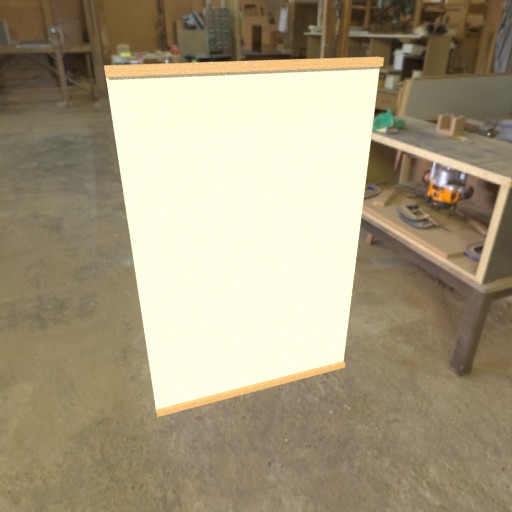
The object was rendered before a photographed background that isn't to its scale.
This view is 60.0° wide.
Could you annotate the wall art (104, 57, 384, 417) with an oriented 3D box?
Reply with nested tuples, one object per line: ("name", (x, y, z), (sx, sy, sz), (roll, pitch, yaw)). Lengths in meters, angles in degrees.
("wall art", (0.000, 0.000, 1.871), (0.991, 1.510, 0.040), (-10, 30, -17))
